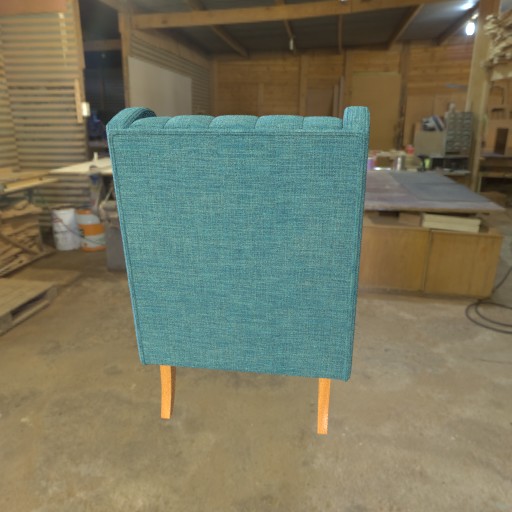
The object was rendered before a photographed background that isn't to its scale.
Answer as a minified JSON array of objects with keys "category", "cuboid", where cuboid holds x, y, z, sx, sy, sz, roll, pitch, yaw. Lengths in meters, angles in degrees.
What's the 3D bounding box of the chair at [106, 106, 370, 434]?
[{"category":"chair","cuboid":[0.000,0.000,1.508,0.711,0.952,0.775,3,17,8]}]
